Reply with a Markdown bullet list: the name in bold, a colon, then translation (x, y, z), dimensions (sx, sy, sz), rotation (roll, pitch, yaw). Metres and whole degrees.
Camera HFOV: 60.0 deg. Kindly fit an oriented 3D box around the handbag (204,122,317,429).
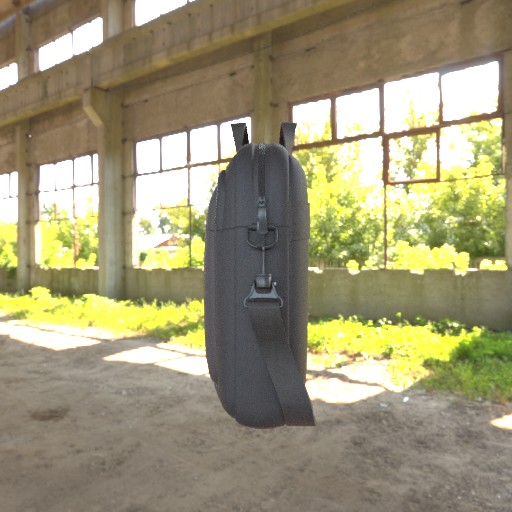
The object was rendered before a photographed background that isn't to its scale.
- **handbag**: translation (0.000, 0.000, 0.593), dimensions (0.126, 0.330, 0.429), rotation (0, 0, 2)
